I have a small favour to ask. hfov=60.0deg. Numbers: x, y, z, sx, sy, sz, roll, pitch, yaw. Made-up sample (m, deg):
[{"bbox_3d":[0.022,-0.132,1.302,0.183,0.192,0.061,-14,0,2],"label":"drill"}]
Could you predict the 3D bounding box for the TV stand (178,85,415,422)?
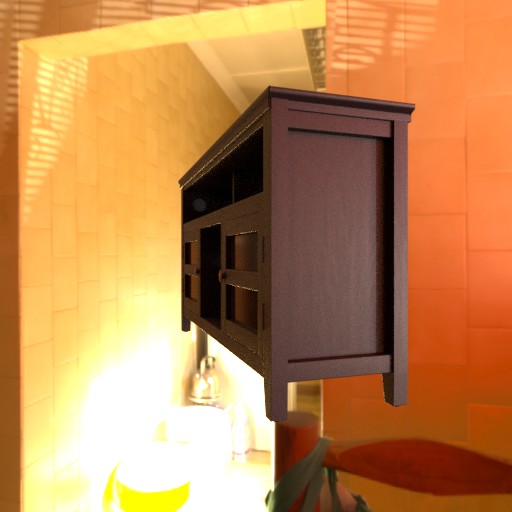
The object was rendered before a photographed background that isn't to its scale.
[{"bbox_3d":[0.000,0.000,1.496,0.347,0.681,1.198,0,0,-18],"label":"TV stand"}]
